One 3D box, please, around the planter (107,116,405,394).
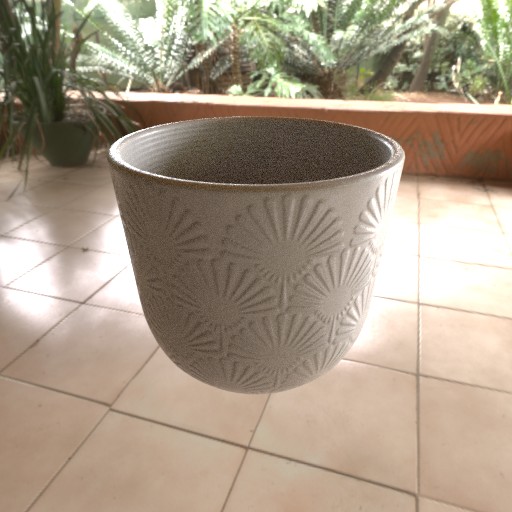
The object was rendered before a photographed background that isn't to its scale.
[{"bbox_3d":[0.000,0.000,0.297,0.170,0.152,0.170,0,27,0],"label":"planter"}]
